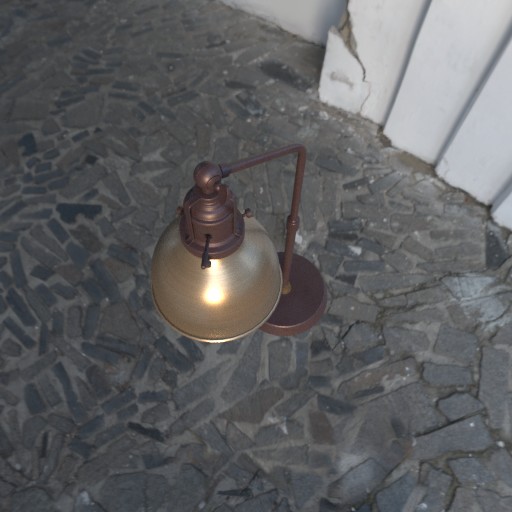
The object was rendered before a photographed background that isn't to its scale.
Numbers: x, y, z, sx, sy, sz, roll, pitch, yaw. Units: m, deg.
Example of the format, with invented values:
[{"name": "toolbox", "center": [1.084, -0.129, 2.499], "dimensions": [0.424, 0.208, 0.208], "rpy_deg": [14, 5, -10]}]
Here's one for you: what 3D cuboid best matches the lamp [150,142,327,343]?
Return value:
[{"name": "lamp", "center": [0.000, 0.000, 0.601], "dimensions": [0.298, 0.469, 0.175], "rpy_deg": [-33, 67, -16]}]
